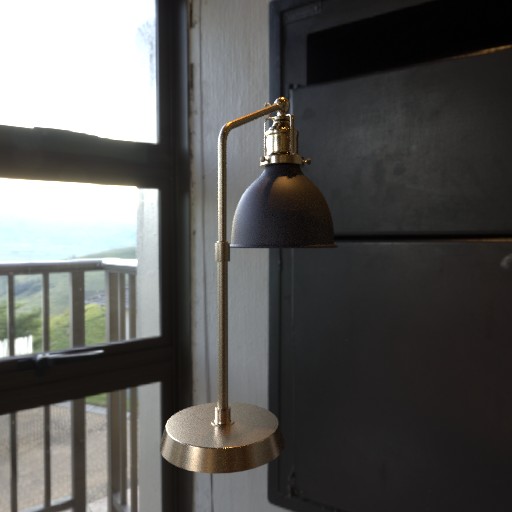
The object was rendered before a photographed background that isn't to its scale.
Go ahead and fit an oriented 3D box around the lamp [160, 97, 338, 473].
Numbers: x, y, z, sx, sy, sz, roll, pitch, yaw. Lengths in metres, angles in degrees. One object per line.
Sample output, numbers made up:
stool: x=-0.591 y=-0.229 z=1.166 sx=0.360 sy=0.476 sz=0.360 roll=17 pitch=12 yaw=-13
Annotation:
lamp: x=0.000 y=0.000 z=0.597 sx=0.160 sy=0.456 sz=0.291 roll=1 pitch=2 yaw=36
